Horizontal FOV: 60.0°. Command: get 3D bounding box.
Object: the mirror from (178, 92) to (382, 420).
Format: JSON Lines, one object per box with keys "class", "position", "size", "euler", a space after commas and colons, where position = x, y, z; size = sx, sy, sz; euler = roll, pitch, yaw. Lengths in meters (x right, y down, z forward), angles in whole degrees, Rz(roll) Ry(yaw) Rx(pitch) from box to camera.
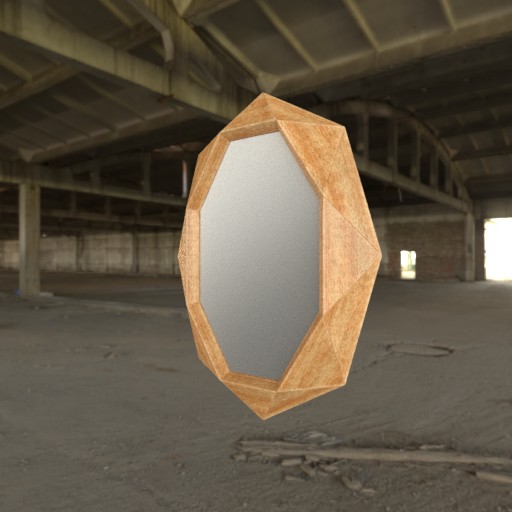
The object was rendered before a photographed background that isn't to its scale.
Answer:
{"class": "mirror", "position": [0.000, 0.000, 1.025], "size": [0.577, 0.774, 0.070], "euler": [0, 0, 37]}
